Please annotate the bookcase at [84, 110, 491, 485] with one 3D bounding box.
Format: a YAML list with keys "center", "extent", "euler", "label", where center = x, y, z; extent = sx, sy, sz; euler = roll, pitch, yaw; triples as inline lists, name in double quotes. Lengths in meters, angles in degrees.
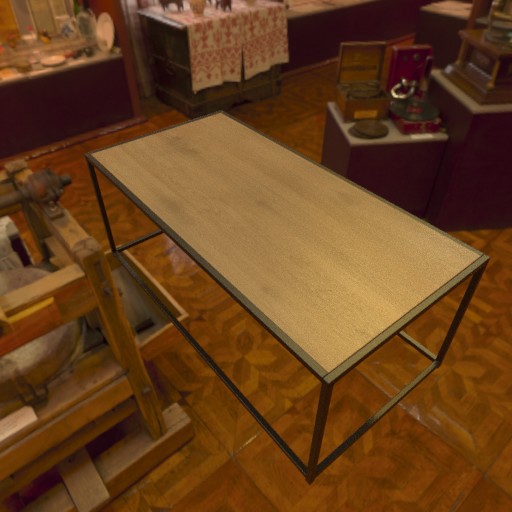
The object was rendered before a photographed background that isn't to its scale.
- center: [0.000, 0.000, 1.264]
  extent: [0.500, 0.400, 1.000]
  euler: [-28, 48, -28]
  label: "bookcase"
